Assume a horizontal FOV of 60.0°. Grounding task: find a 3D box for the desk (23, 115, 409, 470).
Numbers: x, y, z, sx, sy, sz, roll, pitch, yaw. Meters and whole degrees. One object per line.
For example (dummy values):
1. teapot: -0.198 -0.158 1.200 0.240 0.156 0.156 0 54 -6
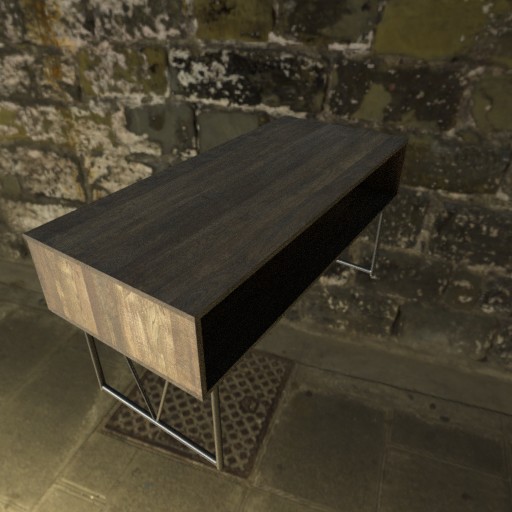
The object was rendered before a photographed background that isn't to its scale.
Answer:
1. desk: 0.000 0.000 2.001 0.730 0.780 1.600 20 38 28
